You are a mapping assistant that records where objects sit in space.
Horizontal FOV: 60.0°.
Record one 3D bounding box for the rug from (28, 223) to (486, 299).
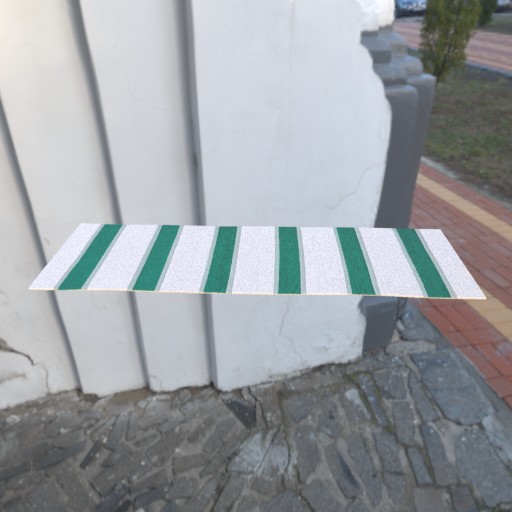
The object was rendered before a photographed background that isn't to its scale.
[{"bbox_3d":[0.000,0.000,2.682,2.438,0.012,0.768,1,32,2],"label":"rug"}]
